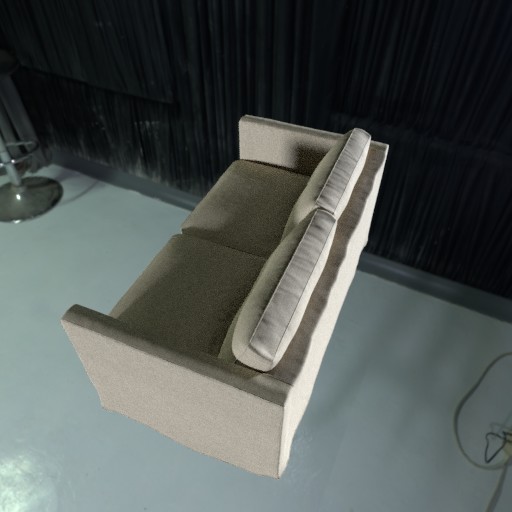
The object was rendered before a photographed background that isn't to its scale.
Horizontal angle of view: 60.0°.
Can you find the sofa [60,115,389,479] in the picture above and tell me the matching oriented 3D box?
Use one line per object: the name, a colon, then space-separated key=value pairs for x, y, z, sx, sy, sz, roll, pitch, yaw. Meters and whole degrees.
sofa: x=0.000 y=0.000 z=2.312 sx=0.956 sy=0.828 sz=1.766 roll=17 pitch=48 yaw=16
